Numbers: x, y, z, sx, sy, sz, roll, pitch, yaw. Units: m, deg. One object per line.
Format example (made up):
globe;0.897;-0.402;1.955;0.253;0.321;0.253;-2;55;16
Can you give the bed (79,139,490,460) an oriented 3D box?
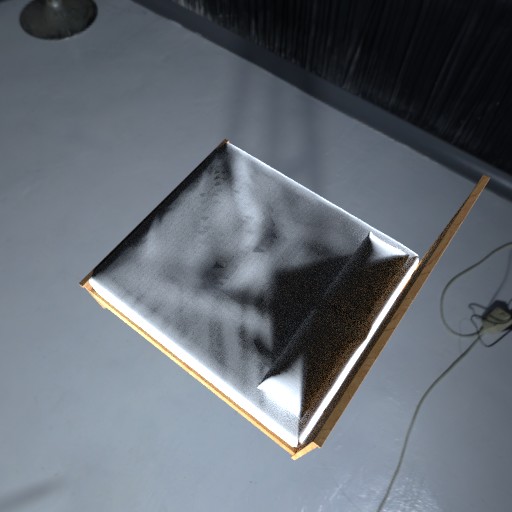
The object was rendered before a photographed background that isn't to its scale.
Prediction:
bed;0.000;0.000;3.464;2.201;1.686;1.936;34;68;16
